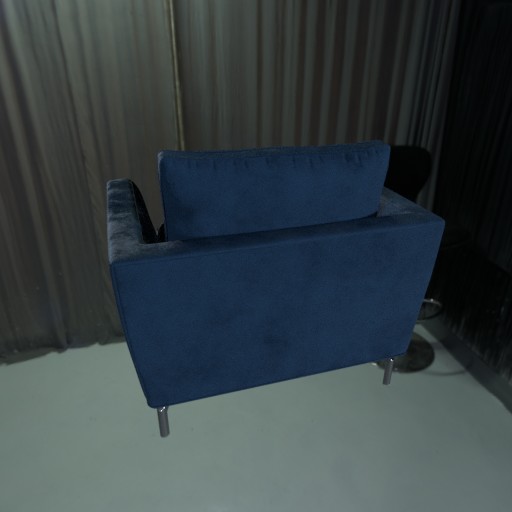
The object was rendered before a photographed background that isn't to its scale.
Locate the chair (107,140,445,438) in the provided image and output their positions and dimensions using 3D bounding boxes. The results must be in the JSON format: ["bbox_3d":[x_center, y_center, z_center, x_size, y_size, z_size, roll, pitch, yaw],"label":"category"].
[{"bbox_3d":[0.000,0.000,1.606,0.977,0.893,0.746,-8,27,-15],"label":"chair"}]
